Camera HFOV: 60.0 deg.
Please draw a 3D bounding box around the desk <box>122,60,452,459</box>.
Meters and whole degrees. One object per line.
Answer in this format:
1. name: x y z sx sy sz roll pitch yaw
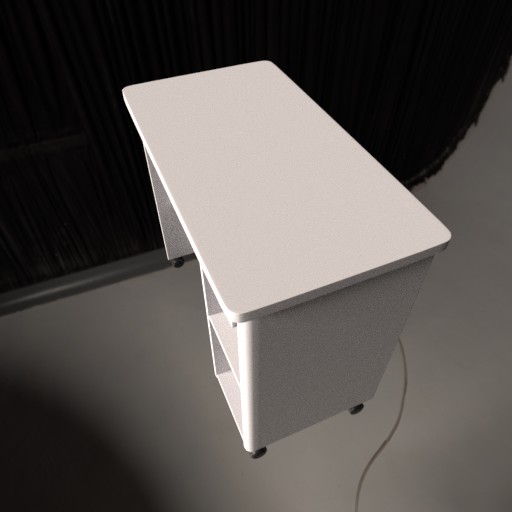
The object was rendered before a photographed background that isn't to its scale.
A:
1. desk: 0.000 0.000 1.343 0.475 0.763 0.877 -18 50 -16
